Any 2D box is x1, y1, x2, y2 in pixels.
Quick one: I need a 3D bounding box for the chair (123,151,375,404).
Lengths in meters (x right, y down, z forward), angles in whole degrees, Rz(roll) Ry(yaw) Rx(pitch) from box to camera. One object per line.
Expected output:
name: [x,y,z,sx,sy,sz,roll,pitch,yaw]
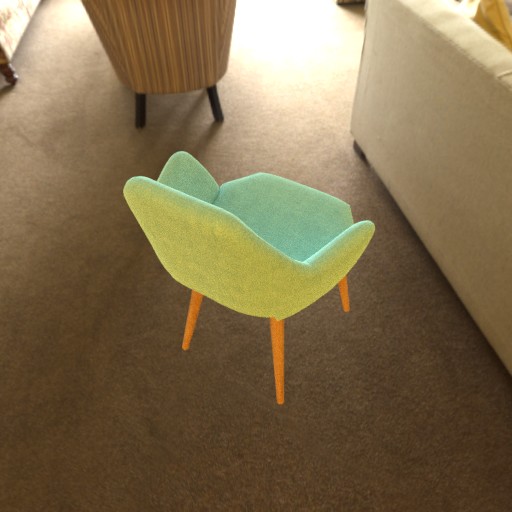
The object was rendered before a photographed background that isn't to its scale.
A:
chair: [0.000,0.000,1.269,0.590,0.840,0.610,24,52,21]
